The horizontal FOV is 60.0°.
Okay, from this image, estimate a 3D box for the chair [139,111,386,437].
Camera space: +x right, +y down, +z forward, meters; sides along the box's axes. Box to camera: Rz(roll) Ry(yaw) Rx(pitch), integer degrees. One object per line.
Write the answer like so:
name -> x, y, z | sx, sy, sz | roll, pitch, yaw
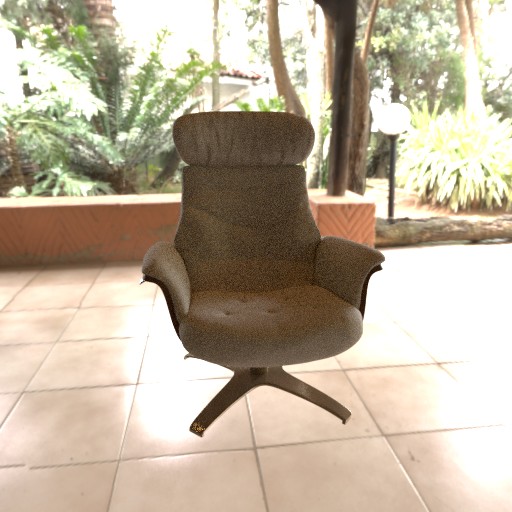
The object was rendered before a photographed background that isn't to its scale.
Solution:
chair -> 0.000, 0.000, 1.559 | 0.785, 0.995, 0.837 | -2, 16, -8
